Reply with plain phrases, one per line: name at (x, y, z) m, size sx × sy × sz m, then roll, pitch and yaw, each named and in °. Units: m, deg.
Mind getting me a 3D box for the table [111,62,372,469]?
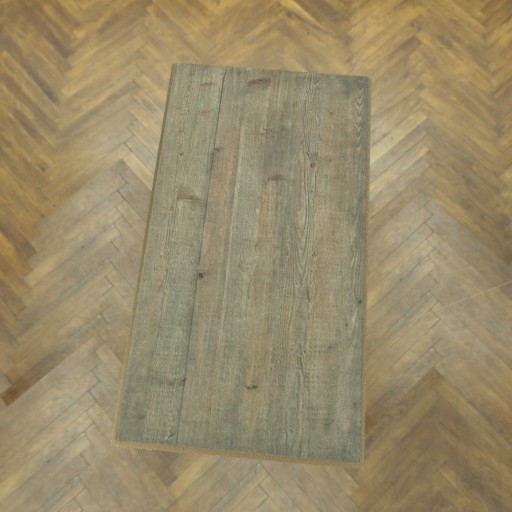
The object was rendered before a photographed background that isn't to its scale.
table at (0.000, 0.000, 1.722) m, size 0.775 × 0.468 × 1.387 m, roll 5°, pitch 75°, yaw 1°
